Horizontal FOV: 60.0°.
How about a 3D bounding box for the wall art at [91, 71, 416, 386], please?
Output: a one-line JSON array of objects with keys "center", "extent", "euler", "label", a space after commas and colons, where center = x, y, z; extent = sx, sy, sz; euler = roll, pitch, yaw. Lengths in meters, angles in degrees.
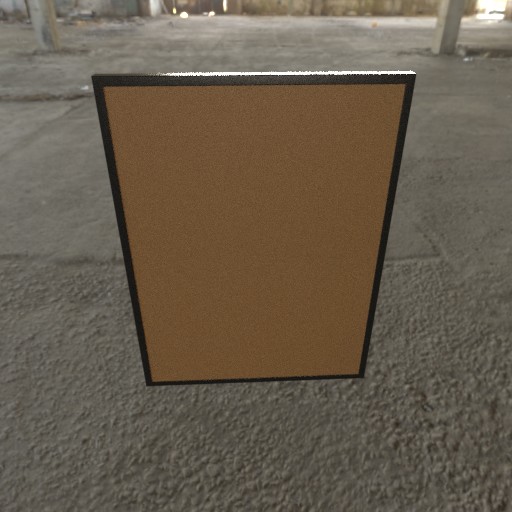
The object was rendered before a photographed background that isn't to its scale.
[{"center": [0.000, 0.000, 1.380], "extent": [0.804, 1.061, 0.039], "euler": [-1, 31, -2], "label": "wall art"}]
